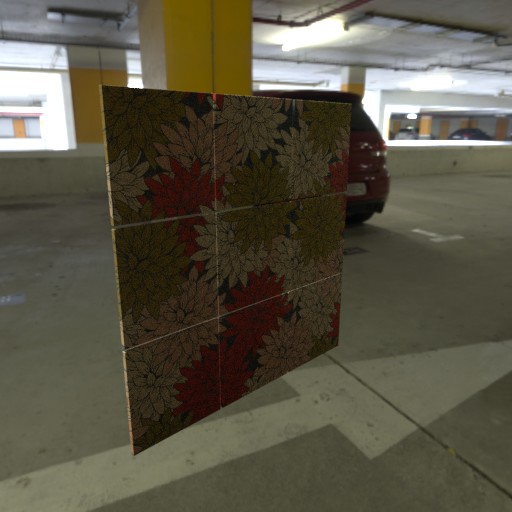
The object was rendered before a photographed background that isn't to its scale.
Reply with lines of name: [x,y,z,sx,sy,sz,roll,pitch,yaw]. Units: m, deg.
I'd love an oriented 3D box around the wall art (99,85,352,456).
wall art: [0.000,0.000,1.348,0.904,0.913,0.013,-15,21,-42]
